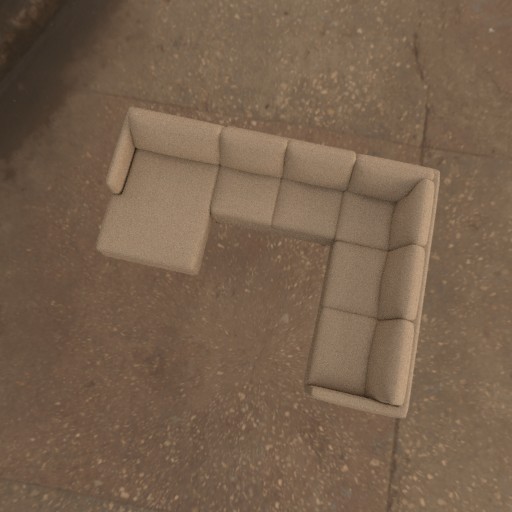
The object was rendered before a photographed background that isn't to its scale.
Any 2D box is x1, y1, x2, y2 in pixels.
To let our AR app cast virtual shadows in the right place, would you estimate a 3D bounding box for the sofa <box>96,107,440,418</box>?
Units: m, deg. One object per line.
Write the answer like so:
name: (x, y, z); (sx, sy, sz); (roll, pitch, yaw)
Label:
sofa: (0.000, 0.000, 4.648); (3.403, 0.889, 2.551); (12, 77, 3)
